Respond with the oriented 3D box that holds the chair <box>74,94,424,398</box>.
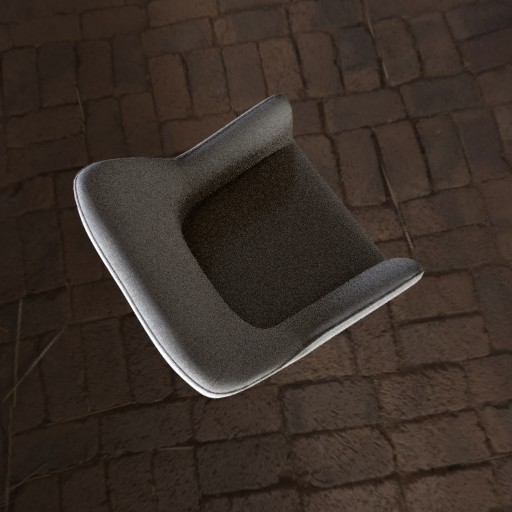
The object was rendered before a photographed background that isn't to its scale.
[{"bbox_3d":[0.000,0.000,1.238,0.610,0.813,0.610,-33,77,-8],"label":"chair"}]
